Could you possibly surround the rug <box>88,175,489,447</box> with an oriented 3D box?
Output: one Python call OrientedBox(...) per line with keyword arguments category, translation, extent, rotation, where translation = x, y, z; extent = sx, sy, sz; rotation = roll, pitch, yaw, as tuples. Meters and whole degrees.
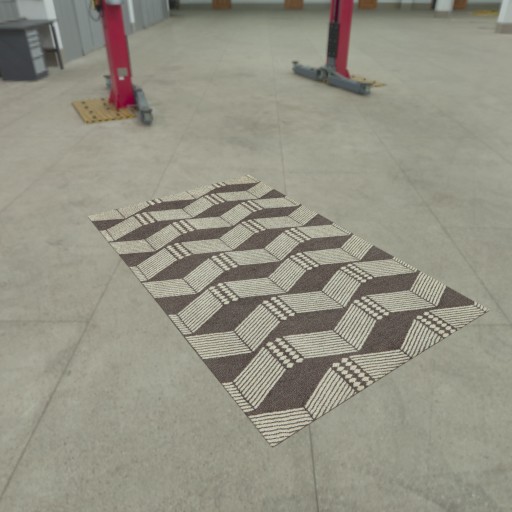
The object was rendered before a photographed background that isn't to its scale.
OrientedBox(category="rug", translation=(0.000, 0.000, 2.979), extent=(1.517, 0.011, 2.435), rotation=(-20, 37, -29))
